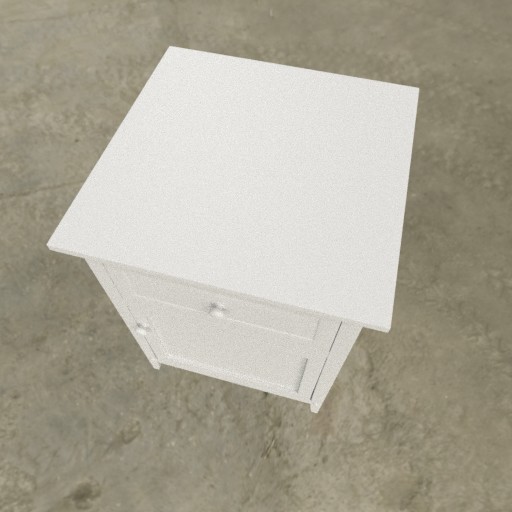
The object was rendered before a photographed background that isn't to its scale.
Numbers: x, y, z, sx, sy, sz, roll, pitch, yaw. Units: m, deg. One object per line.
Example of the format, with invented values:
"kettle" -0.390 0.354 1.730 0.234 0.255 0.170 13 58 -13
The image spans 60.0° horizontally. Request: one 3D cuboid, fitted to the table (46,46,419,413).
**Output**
"table" 0.000 0.000 0.768 0.381 0.483 0.381 13 59 8
